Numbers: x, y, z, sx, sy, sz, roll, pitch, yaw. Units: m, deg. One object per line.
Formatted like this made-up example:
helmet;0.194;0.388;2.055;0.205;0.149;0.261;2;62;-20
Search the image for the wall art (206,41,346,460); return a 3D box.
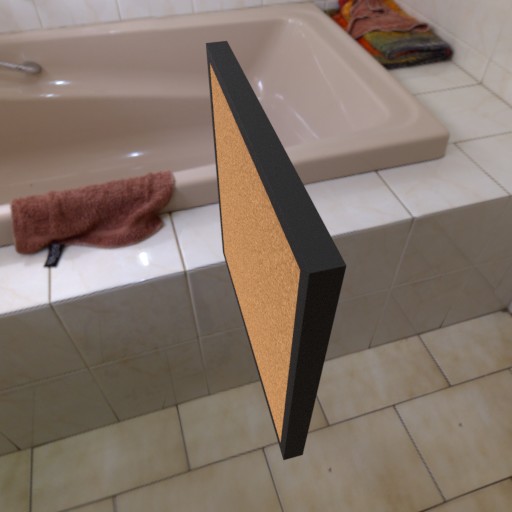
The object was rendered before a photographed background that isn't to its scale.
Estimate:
wall art;0.000;0.000;0.747;0.036;0.503;0.506;-11;49;-10
